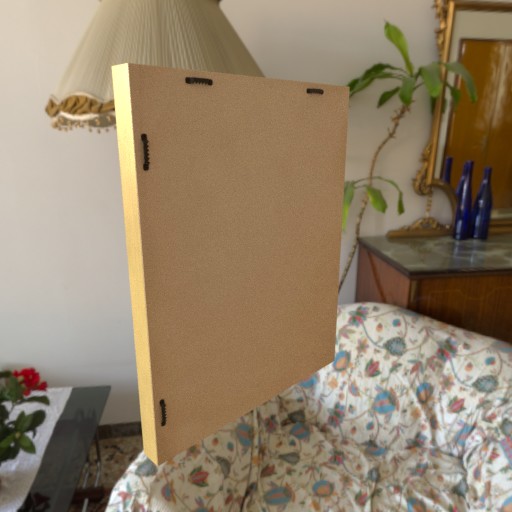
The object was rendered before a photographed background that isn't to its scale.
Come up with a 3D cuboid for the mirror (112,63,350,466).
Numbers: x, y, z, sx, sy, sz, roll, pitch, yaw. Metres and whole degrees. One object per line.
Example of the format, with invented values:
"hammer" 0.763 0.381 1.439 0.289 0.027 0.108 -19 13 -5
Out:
"mirror" 0.000 0.000 0.679 0.405 0.508 0.041 -15 22 -42
